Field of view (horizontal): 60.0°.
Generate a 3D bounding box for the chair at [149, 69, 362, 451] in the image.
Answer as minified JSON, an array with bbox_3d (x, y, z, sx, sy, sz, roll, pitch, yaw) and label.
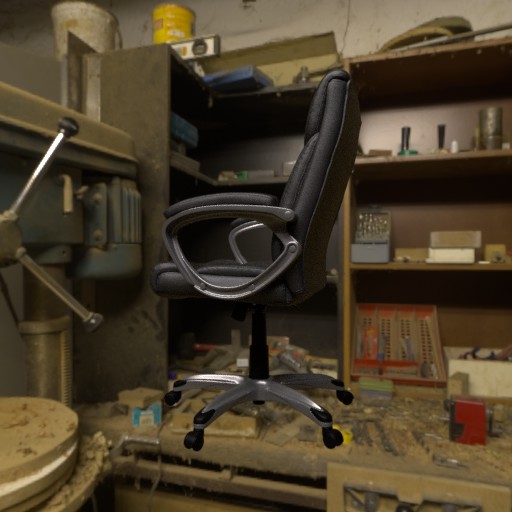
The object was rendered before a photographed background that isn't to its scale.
[{"bbox_3d":[0.000,0.000,1.583,0.719,1.130,0.721,0,0,18],"label":"chair"}]
